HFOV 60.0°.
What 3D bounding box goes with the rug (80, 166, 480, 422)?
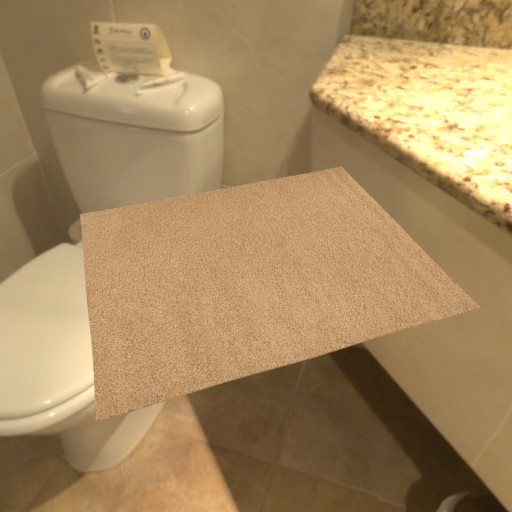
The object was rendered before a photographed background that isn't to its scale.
[{"bbox_3d":[0.000,0.000,4.071,3.000,0.026,2.400,-13,42,-14],"label":"rug"}]
